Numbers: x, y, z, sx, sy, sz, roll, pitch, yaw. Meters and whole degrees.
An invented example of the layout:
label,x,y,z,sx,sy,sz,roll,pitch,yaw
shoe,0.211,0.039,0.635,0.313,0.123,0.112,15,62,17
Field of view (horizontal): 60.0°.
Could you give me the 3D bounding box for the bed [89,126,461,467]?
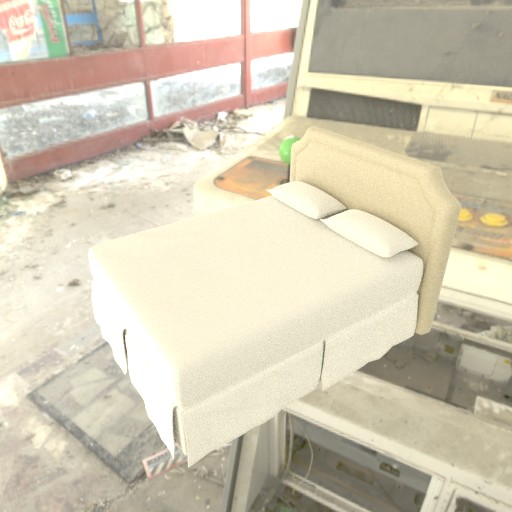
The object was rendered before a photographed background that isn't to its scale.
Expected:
label,x,y,z,sx,sy,sz,roll,pitch,yaw
bed,0.000,0.000,3.181,2.116,1.290,1.693,-19,36,-29
